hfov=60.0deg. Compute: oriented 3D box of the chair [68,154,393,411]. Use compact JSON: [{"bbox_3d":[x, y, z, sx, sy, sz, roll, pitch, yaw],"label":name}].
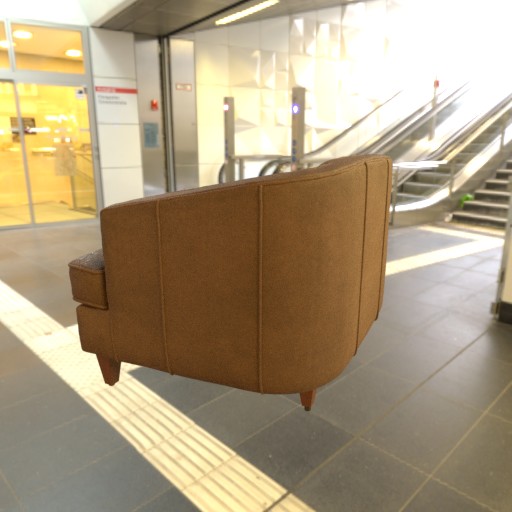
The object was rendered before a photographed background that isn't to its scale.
[{"bbox_3d":[0.000,0.000,1.743,0.914,0.787,1.118,7,16,25],"label":"chair"}]
